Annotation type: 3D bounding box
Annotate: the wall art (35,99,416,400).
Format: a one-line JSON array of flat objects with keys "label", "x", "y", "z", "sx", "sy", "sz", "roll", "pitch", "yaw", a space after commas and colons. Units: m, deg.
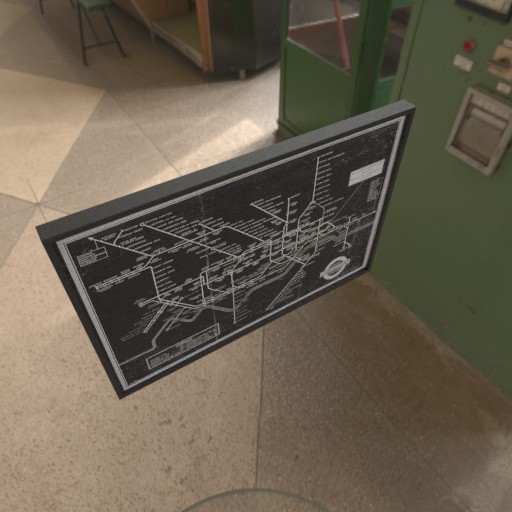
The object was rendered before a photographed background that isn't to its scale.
[{"label": "wall art", "x": 0.000, "y": 0.000, "z": 0.573, "sx": 0.443, "sy": 0.301, "sz": 0.021, "roll": -24, "pitch": 51, "yaw": -21}]
